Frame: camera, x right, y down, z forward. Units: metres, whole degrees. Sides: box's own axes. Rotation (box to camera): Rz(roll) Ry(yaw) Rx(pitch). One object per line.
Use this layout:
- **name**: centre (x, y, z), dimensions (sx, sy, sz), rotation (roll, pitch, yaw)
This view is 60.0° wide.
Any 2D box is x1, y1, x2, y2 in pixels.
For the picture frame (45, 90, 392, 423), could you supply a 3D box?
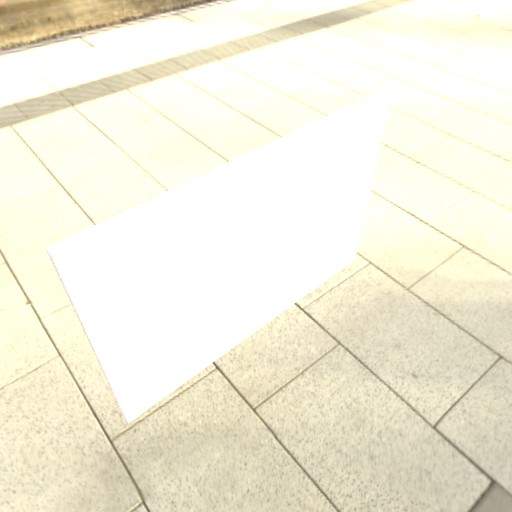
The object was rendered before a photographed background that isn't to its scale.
- **picture frame**: centre (0.000, 0.000, 1.212), dimensions (0.950, 0.640, 0.029), rotation (-32, 53, -28)
